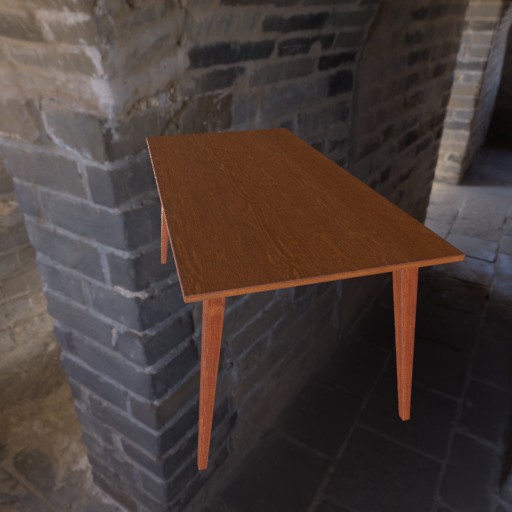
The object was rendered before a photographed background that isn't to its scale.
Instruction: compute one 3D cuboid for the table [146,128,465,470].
[{"bbox_3d":[0.000,0.000,2.039,0.811,0.755,1.609,-8,30,-13],"label":"table"}]
